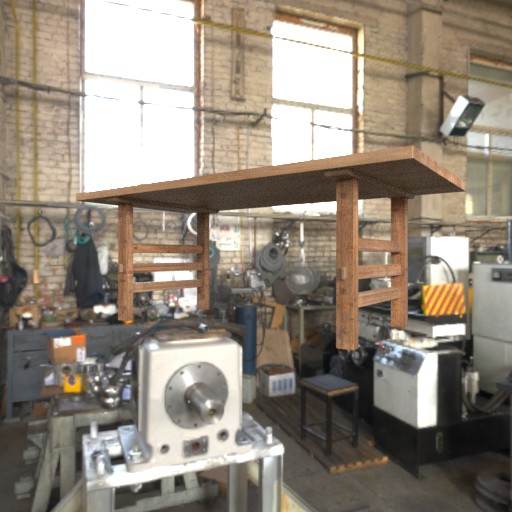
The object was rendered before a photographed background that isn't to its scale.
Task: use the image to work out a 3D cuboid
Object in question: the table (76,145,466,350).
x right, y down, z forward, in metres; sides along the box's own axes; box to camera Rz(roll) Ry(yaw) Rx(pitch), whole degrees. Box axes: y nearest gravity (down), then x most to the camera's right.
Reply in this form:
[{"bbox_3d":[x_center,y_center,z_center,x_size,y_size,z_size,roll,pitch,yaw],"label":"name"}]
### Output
[{"bbox_3d":[0.000,0.000,2.494,2.003,0.760,0.952,0,0,35],"label":"table"}]
